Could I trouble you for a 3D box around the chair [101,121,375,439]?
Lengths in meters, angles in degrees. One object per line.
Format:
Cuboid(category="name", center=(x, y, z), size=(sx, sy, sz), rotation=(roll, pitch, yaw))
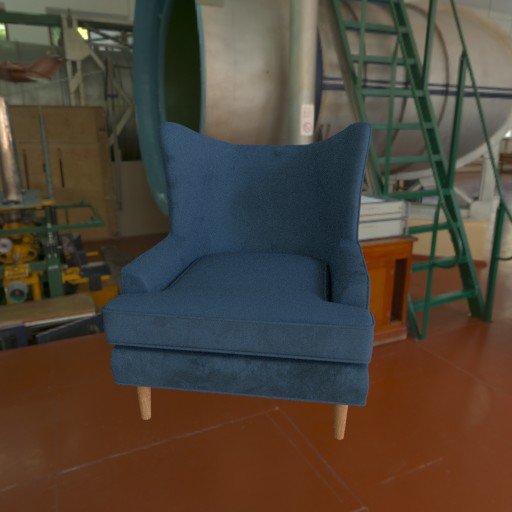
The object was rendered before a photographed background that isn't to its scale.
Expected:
Cuboid(category="chair", center=(0.000, 0.000, 1.634), size=(0.793, 0.952, 0.910), rotation=(2, 16, 8))
